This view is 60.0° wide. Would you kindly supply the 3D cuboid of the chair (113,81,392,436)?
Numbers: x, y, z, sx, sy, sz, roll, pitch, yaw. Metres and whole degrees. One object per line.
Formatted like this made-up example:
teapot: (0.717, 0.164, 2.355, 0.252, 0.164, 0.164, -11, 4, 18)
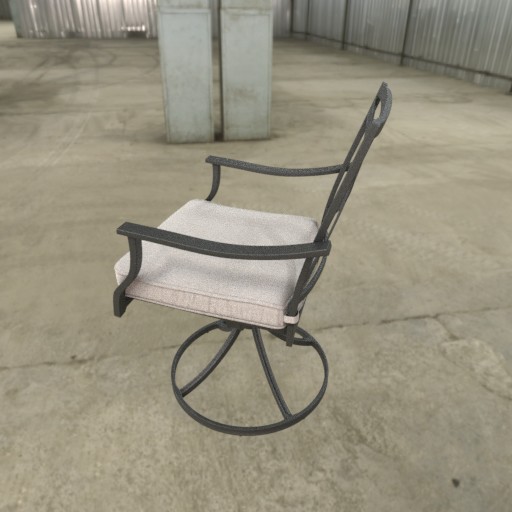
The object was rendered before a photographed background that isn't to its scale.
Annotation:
chair: (0.000, 0.000, 1.260, 0.620, 0.889, 0.575, 8, 31, 14)
